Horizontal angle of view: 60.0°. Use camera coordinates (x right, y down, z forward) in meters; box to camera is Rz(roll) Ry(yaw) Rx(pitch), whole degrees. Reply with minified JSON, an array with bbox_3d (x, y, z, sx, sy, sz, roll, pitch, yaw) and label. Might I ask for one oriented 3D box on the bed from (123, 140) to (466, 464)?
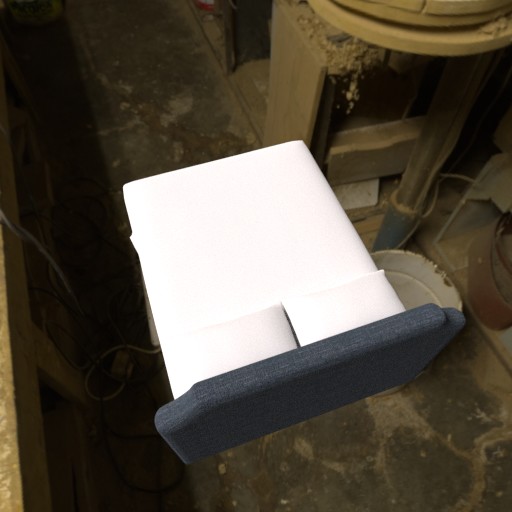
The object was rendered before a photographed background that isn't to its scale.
[{"bbox_3d":[0.000,0.000,3.292,1.828,1.297,2.208,-16,59,-10],"label":"bed"}]
